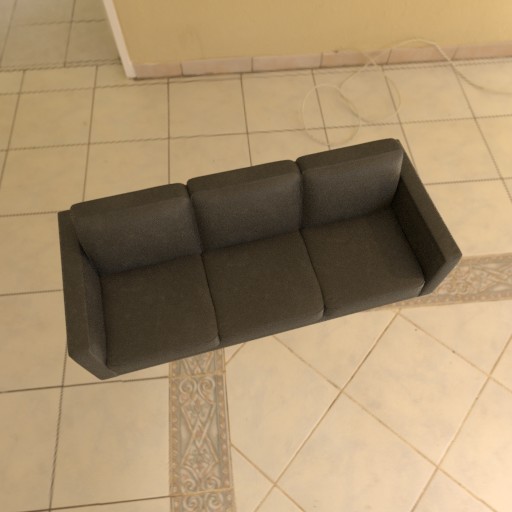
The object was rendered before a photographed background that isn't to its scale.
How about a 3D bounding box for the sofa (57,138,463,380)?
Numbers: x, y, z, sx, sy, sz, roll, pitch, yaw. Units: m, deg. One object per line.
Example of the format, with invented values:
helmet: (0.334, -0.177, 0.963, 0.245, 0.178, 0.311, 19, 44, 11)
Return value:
sofa: (0.000, 0.000, 2.558, 2.029, 0.899, 0.879, -14, 63, -7)
